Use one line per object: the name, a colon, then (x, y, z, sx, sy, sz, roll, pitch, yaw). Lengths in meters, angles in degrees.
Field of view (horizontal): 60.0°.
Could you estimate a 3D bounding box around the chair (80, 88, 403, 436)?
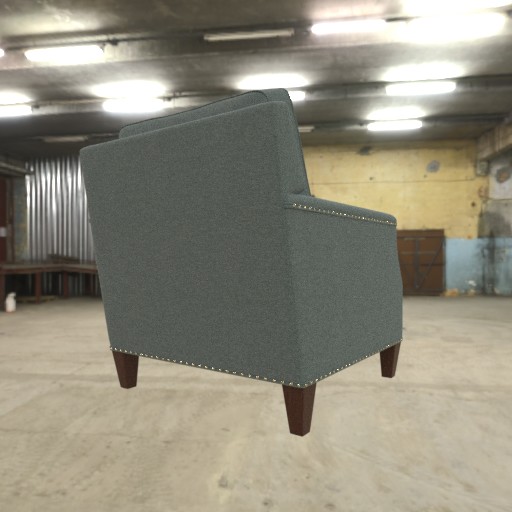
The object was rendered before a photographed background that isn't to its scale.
chair: (0.000, 0.000, 1.780, 0.885, 1.031, 1.031, 0, 0, 36)
